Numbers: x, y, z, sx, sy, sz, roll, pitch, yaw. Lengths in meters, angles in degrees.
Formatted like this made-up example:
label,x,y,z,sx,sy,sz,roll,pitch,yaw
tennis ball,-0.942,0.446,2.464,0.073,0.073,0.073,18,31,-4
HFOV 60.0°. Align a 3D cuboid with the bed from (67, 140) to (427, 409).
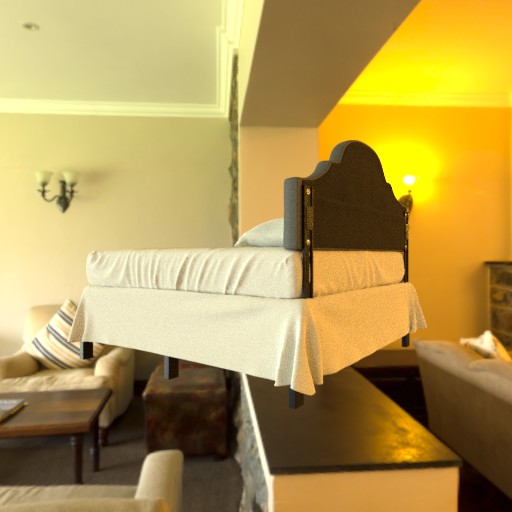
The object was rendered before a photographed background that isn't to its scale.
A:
label,x,y,z,sx,sy,sz,roll,pitch,yaw
bed,0.000,0.000,3.743,2.222,1.631,2.303,0,0,36
